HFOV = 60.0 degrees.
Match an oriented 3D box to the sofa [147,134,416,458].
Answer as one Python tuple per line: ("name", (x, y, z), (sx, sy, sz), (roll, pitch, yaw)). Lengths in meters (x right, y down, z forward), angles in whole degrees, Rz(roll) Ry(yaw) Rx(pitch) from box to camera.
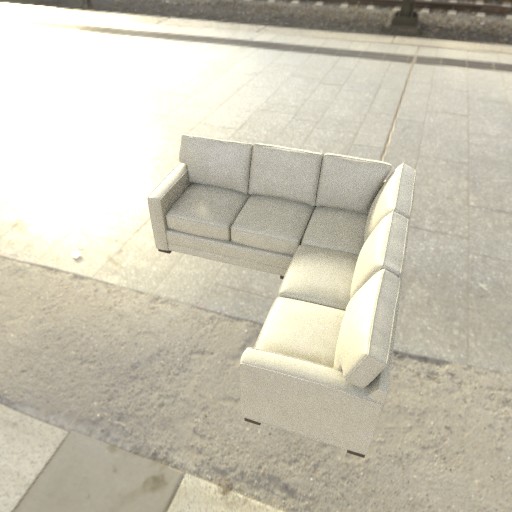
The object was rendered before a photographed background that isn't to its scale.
("sofa", (0.000, 0.000, 3.461), (2.188, 0.936, 2.211), (12, 41, 14))
